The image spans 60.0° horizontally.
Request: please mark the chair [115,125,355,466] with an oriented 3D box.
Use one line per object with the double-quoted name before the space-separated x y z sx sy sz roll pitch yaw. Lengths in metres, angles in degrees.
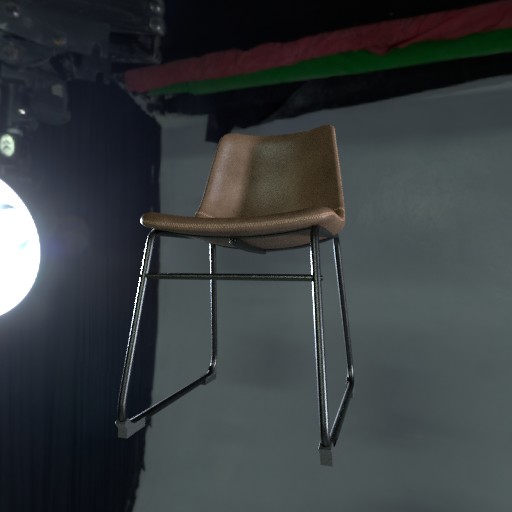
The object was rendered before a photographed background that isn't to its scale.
"chair" 0.000 0.000 1.135 0.460 0.780 0.551 0 -1 17
